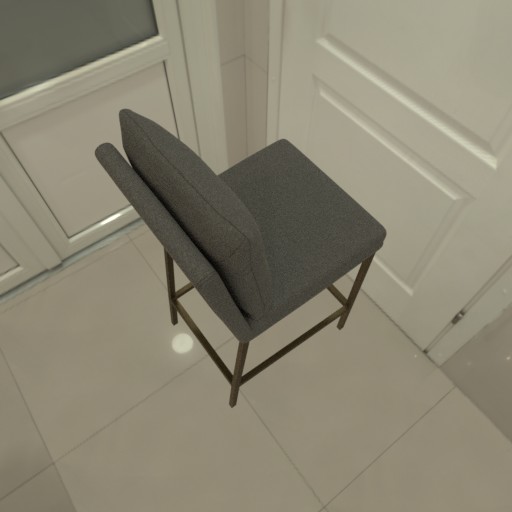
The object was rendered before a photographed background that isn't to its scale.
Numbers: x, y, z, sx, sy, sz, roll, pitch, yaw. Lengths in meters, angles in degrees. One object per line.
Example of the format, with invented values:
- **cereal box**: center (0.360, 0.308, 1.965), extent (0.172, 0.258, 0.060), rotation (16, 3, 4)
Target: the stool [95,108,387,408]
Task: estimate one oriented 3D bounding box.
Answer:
- **stool**: center (0.000, 0.000, 1.332), extent (0.569, 1.030, 0.463), rotation (-33, 64, -18)
